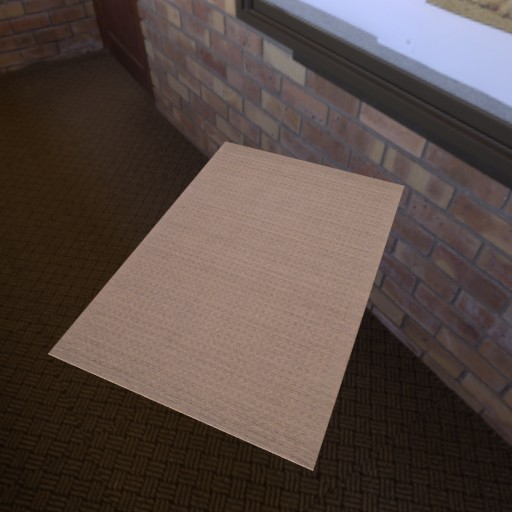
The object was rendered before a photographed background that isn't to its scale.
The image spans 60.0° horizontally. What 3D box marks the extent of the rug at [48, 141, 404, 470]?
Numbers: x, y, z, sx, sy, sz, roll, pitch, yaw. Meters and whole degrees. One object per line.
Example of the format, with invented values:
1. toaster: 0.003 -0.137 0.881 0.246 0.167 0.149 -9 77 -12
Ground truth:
1. rug: 0.000 0.000 3.792 1.981 0.006 2.895 18 50 15
